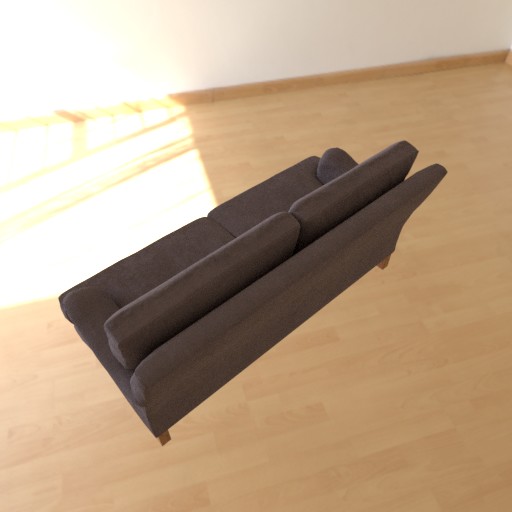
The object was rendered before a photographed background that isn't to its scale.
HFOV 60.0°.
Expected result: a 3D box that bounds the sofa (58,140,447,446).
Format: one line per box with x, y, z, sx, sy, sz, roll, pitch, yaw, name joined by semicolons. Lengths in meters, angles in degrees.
0.000;0.000;2.738;2.165;1.087;1.086;-33;55;-27;sofa
